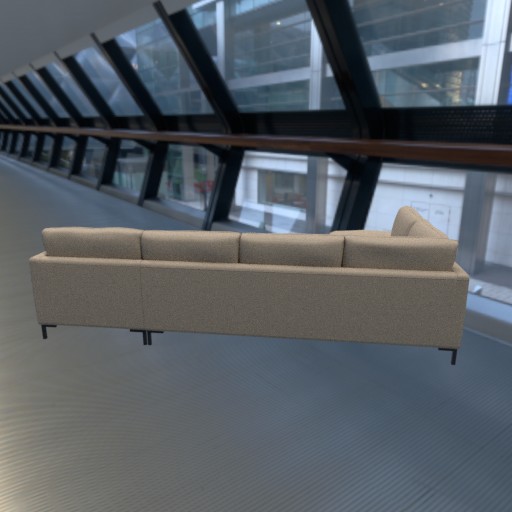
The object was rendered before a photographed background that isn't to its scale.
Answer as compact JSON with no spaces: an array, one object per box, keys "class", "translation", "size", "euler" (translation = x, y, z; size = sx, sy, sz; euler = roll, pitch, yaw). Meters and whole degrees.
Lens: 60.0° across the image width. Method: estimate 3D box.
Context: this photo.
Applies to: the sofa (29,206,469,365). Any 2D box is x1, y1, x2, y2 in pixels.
[{"class":"sofa","translation":[0.000,0.000,3.585],"size":[2.737,0.756,1.879],"euler":[2,16,7]}]
